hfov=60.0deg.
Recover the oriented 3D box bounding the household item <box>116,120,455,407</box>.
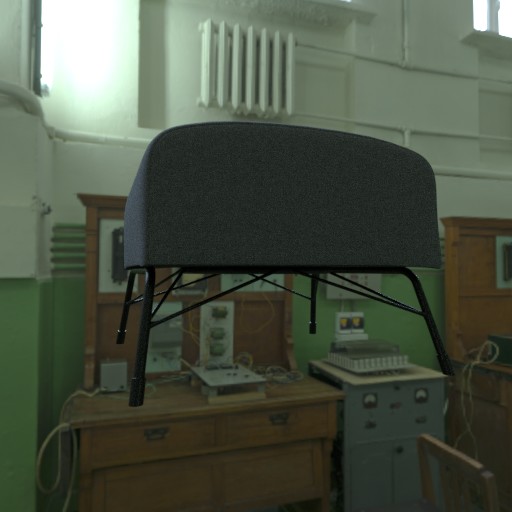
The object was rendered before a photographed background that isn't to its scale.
[{"bbox_3d":[0.000,0.000,0.911,0.530,0.410,0.530,1,-2,-19],"label":"household item"}]
